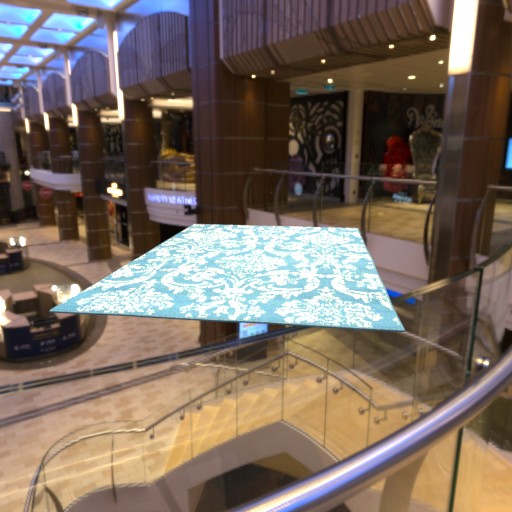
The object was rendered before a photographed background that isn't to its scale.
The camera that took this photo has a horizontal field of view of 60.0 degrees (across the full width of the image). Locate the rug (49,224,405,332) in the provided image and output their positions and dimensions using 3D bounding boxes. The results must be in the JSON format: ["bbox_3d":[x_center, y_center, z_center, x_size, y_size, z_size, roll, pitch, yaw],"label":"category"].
[{"bbox_3d":[0.000,0.000,2.357,1.211,0.012,1.833,2,14,8],"label":"rug"}]
